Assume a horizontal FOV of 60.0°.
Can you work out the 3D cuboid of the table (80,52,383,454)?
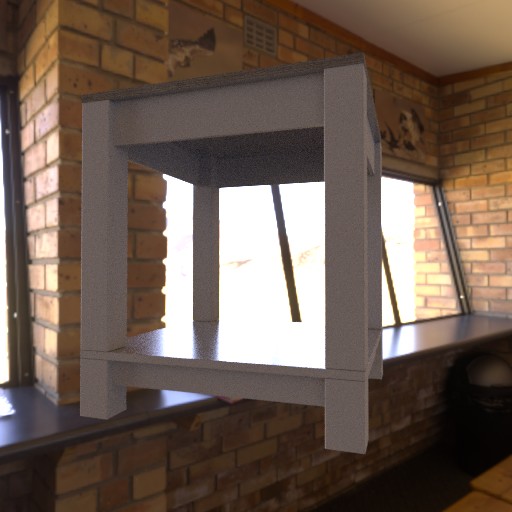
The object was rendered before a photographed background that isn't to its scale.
[{"bbox_3d":[0.000,0.000,0.967,0.506,0.587,0.504,0,-1,19],"label":"table"}]
